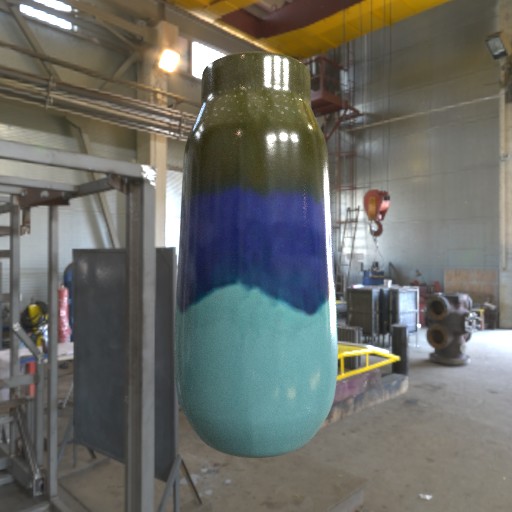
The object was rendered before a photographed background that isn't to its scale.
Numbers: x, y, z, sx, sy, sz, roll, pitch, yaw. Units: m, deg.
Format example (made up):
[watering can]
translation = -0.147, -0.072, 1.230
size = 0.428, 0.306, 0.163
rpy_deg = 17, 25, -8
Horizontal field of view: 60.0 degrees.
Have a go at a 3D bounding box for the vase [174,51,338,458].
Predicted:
[vase]
translation = 0.000, 0.000, 0.381
size = 0.139, 0.313, 0.139
rpy_deg = 0, 0, 0
